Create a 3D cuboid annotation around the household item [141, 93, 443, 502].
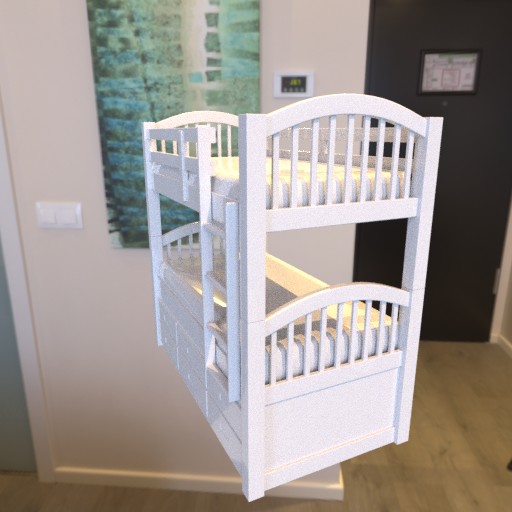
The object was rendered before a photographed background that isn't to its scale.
[{"bbox_3d":[0.000,0.000,3.147,1.143,2.032,2.032,-7,17,-25],"label":"household item"}]
